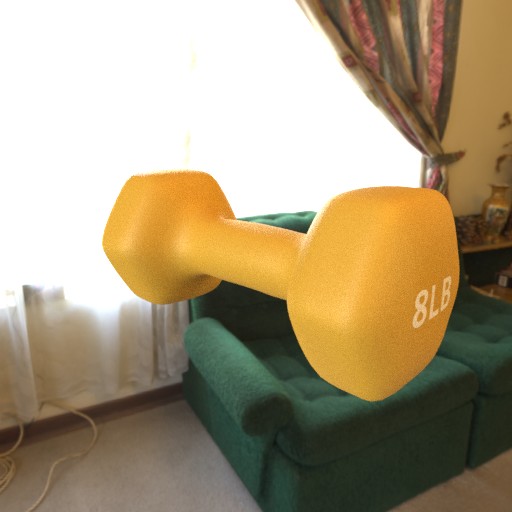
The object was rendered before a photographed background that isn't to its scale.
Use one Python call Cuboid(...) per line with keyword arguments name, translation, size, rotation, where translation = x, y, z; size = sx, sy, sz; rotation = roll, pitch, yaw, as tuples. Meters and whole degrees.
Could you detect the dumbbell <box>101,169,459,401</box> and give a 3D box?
Cuboid(name="dumbbell", translation=(0.000, 0.000, 0.232), size=(0.090, 0.082, 0.190), rotation=(-14, 21, -43))
